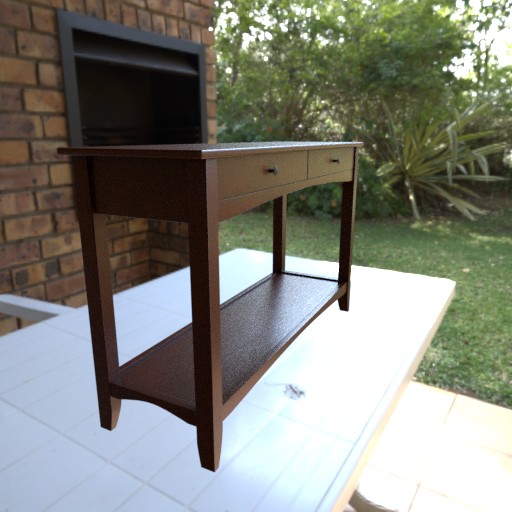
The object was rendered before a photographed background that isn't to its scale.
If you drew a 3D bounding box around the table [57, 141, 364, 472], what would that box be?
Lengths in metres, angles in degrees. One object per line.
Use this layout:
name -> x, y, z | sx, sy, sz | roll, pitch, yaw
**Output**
table -> 0.000, 0.000, 1.510 | 0.392, 0.739, 1.188 | 8, 17, 26
